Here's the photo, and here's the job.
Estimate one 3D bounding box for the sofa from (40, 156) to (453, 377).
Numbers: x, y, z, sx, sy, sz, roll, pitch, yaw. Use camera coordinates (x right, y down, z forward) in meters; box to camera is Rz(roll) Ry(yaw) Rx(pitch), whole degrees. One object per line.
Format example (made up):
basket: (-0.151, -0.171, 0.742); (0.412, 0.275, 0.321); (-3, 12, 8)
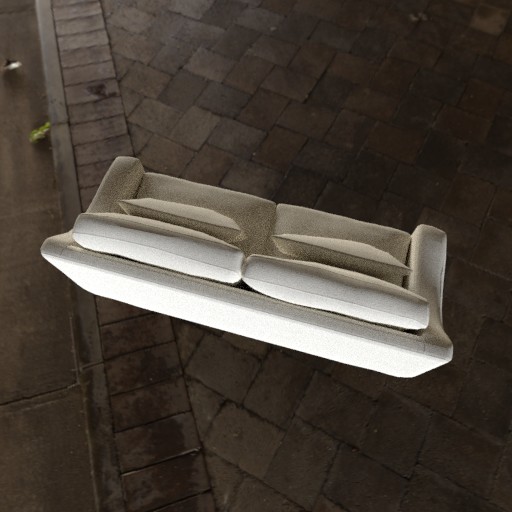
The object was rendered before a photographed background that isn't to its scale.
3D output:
sofa: (0.000, 0.000, 3.044); (2.470, 1.022, 1.009); (14, 64, 7)
